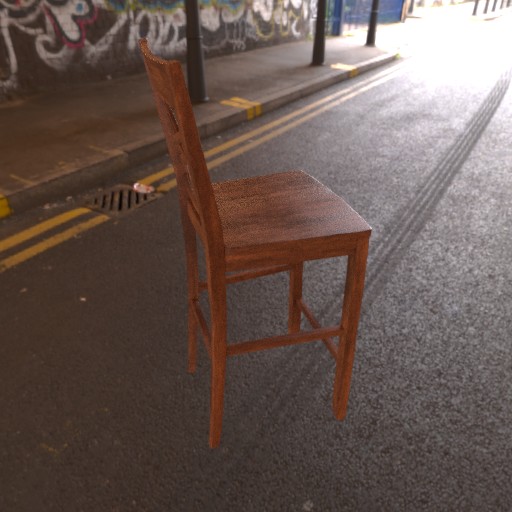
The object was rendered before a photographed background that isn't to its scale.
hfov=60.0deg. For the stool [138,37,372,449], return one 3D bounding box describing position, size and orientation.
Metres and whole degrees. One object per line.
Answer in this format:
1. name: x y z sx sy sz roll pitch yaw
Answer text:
1. stool: 0.000 0.000 1.270 0.487 1.105 0.433 -10 33 -16
